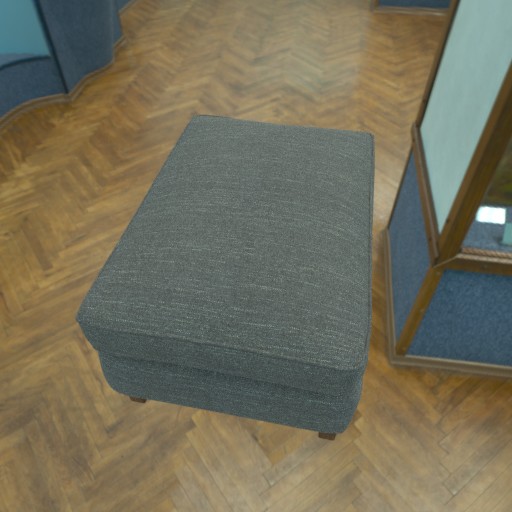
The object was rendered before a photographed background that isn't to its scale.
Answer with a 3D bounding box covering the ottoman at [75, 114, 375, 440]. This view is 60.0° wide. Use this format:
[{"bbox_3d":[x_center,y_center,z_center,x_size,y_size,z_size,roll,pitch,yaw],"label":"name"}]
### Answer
[{"bbox_3d":[0.000,0.000,1.001,0.508,0.406,0.686,8,47,8],"label":"ottoman"}]
